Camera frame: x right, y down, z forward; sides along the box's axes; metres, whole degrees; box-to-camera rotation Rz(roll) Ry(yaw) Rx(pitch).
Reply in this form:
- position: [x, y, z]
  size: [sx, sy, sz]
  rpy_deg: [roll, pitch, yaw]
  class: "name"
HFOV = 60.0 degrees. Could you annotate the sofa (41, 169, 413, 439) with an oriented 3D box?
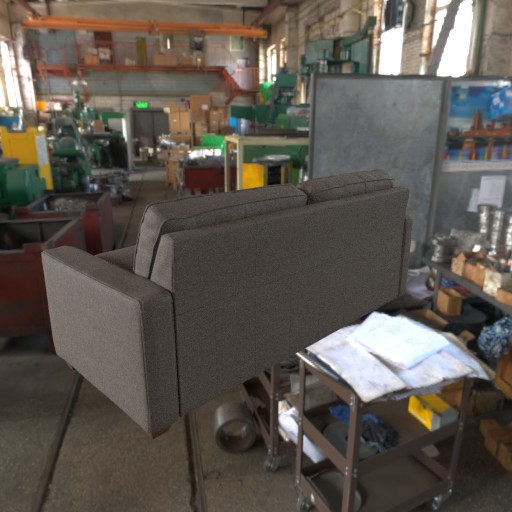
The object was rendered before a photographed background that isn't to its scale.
- position: [0.000, 0.000, 2.556]
  size: [0.940, 0.919, 2.080]
  rpy_deg: [16, 23, 42]
  class: "sofa"
